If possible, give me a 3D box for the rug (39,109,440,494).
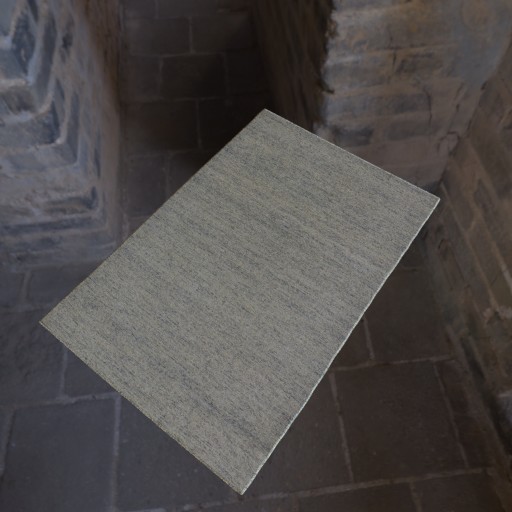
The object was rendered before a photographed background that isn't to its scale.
[{"bbox_3d":[0.000,0.000,2.840,1.523,0.017,2.263,33,65,18],"label":"rug"}]
